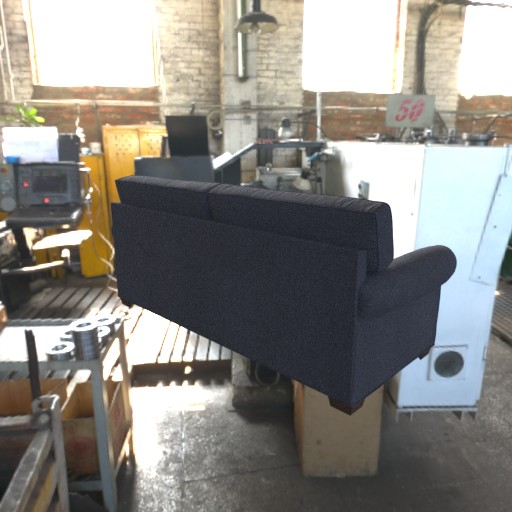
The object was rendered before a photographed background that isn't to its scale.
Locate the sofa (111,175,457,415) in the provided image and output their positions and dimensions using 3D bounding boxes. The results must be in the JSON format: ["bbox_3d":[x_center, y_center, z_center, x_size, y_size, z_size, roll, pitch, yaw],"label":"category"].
[{"bbox_3d":[0.000,0.000,3.032,2.391,1.026,0.954,14,20,42],"label":"sofa"}]
